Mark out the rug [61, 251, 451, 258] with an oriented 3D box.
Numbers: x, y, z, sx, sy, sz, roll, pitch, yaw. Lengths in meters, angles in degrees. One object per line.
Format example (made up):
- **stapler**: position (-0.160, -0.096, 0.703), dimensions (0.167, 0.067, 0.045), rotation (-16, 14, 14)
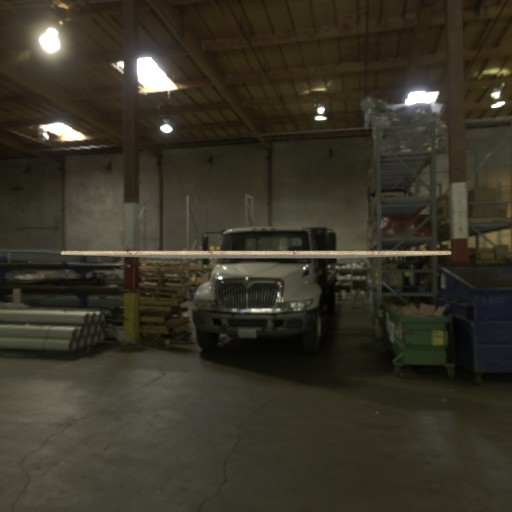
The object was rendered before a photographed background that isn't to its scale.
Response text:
- **rug**: position (0.000, 0.000, 2.877), dimensions (1.528, 0.014, 2.292), rotation (0, -1, 0)
